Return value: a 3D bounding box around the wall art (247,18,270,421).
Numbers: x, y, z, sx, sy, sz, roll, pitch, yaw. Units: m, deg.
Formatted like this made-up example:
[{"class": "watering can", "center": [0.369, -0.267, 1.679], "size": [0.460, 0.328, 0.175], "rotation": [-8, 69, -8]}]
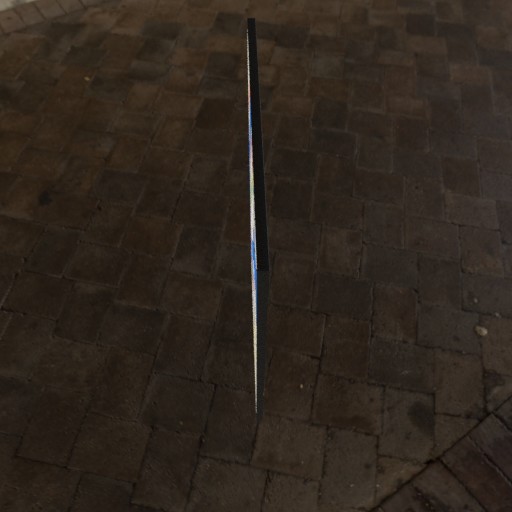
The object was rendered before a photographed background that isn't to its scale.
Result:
[{"class": "wall art", "center": [0.000, 0.000, 0.841], "size": [0.013, 0.657, 0.457], "rotation": [-2, 57, -1]}]
